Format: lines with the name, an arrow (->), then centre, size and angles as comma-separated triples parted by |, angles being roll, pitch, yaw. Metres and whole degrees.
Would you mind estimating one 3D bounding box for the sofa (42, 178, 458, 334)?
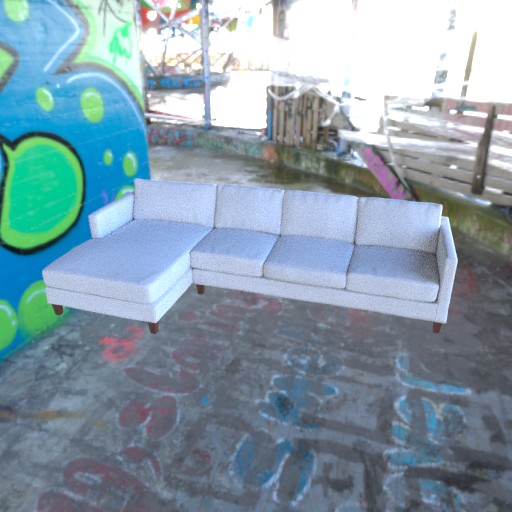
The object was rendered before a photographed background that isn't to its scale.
sofa -> 0.000, 0.000, 3.857 | 3.186, 0.861, 1.625 | 8, 26, 16
